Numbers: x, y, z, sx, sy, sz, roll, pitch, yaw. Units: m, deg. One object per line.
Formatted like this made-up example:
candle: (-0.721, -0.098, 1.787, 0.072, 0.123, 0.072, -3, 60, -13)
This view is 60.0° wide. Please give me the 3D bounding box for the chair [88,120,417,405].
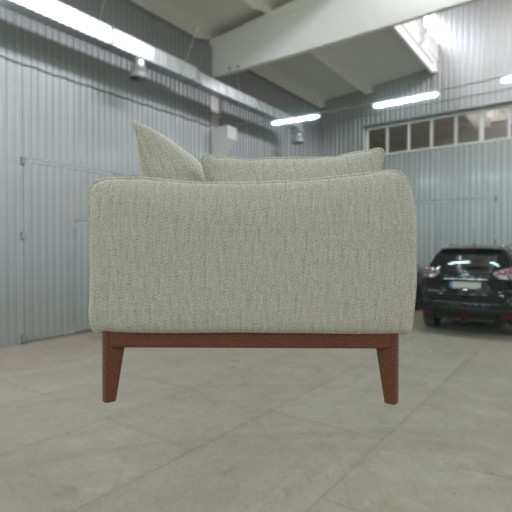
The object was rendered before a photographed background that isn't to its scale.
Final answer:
chair: (0.000, 0.000, 1.752, 0.991, 0.855, 0.994, 0, 1, 1)
